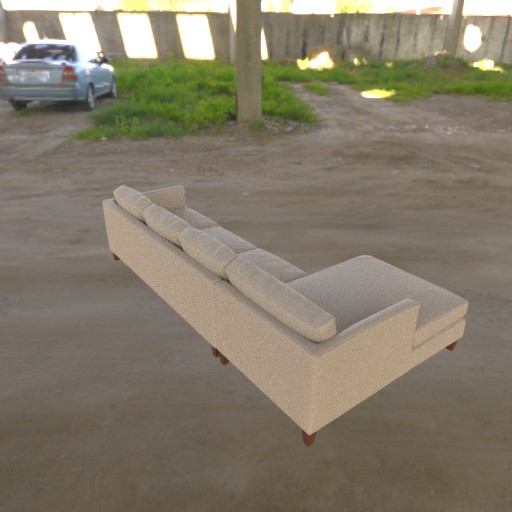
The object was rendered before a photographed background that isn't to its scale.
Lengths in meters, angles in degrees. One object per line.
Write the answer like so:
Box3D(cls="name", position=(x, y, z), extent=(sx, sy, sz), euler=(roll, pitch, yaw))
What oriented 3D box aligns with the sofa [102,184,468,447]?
Box3D(cls="sofa", position=(0.000, 0.000, 3.990), extent=(1.625, 0.846, 3.186), euler=(-18, 31, -33))
